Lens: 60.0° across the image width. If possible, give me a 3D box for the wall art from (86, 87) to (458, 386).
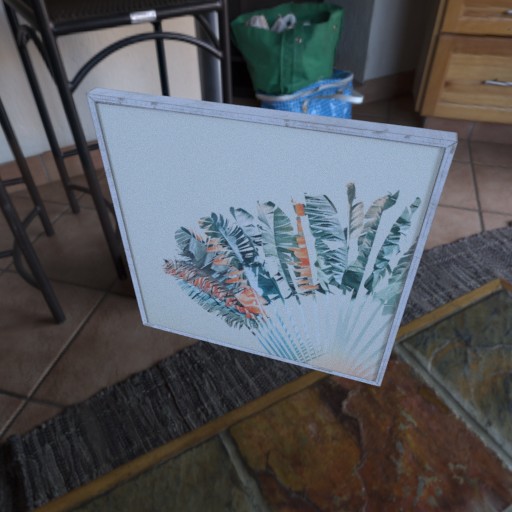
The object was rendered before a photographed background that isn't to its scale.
[{"bbox_3d":[0.000,0.000,1.129,0.760,0.757,0.038,12,42,13],"label":"wall art"}]
